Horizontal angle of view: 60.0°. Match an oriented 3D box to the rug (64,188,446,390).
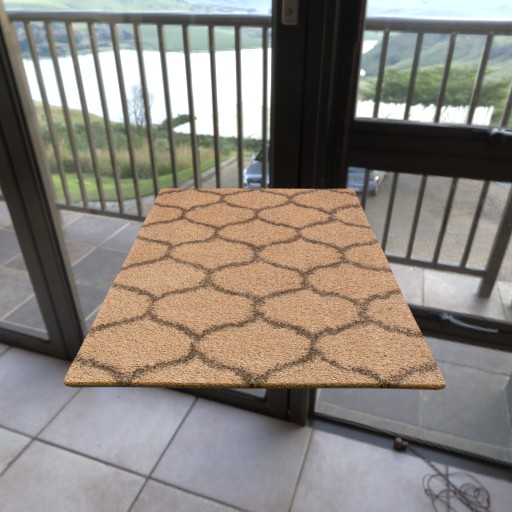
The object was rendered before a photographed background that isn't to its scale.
[{"bbox_3d":[0.000,0.000,2.066,1.200,0.025,1.600,0,31,0],"label":"rug"}]
